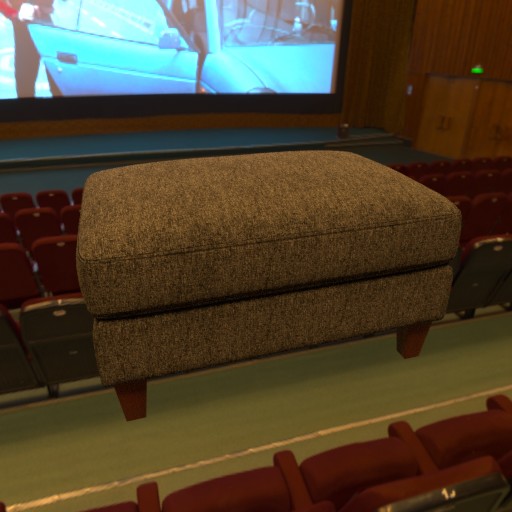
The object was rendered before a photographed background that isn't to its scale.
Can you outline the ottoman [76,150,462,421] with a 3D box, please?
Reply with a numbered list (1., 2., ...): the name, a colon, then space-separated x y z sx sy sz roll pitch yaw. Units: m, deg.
1. ottoman: 0.000 0.000 1.214 0.864 0.483 0.584 -8 28 -15
